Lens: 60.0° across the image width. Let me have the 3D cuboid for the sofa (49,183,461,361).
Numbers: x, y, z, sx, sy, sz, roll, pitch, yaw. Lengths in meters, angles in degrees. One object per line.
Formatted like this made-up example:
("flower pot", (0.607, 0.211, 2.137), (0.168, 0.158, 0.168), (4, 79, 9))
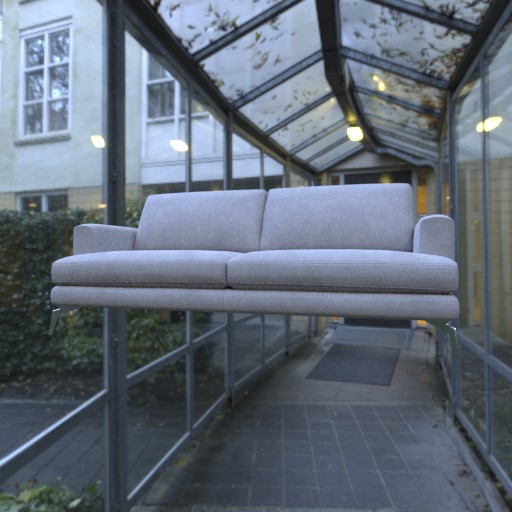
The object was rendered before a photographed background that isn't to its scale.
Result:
("sofa", (0.000, 0.000, 2.504), (2.013, 0.830, 0.980), (0, 0, 17))
